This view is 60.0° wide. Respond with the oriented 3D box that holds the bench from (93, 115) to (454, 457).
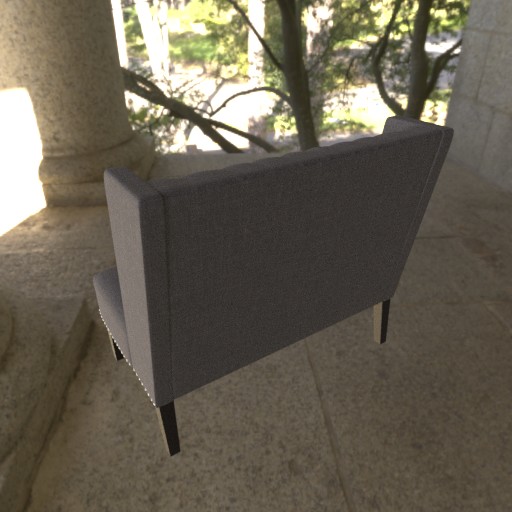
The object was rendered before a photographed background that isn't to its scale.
[{"bbox_3d":[0.000,0.000,1.957,1.276,1.121,0.842,-18,35,-29],"label":"bench"}]
